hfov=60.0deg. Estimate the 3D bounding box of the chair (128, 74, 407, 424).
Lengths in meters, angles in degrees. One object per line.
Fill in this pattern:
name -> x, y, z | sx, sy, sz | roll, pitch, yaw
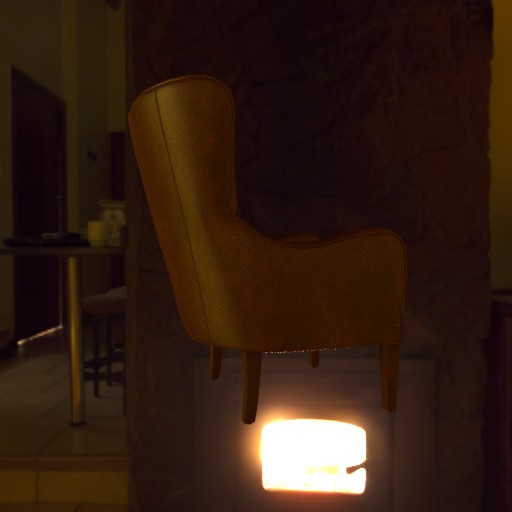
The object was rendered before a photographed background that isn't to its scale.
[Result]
chair -> 0.000, 0.000, 1.659 | 0.914, 1.048, 0.692 | 0, 1, -18
